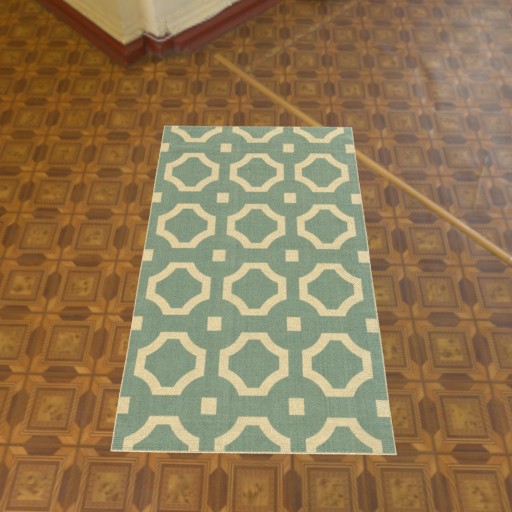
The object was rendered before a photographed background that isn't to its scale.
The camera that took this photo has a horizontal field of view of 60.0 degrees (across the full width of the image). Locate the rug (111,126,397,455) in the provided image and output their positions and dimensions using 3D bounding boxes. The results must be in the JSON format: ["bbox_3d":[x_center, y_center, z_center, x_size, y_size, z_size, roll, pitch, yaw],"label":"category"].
[{"bbox_3d":[0.000,0.000,2.981,1.528,0.015,2.443,1,59,0],"label":"rug"}]
